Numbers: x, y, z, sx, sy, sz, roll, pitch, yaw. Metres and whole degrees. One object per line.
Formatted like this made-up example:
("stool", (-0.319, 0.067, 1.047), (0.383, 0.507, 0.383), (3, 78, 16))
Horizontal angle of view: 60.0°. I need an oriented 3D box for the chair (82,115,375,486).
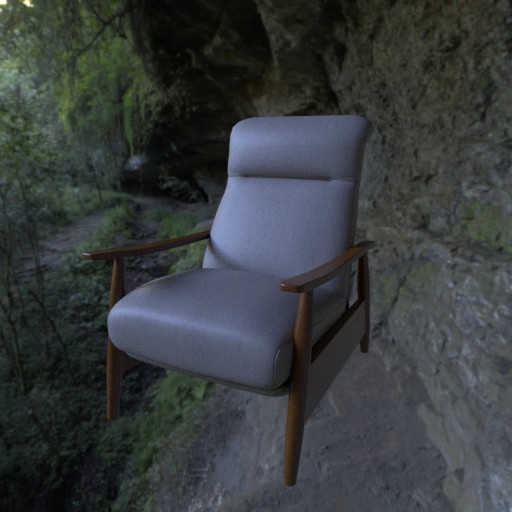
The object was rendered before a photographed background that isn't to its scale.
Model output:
("chair", (0.000, 0.000, 1.738), (0.762, 1.082, 1.032), (7, 17, 26))
